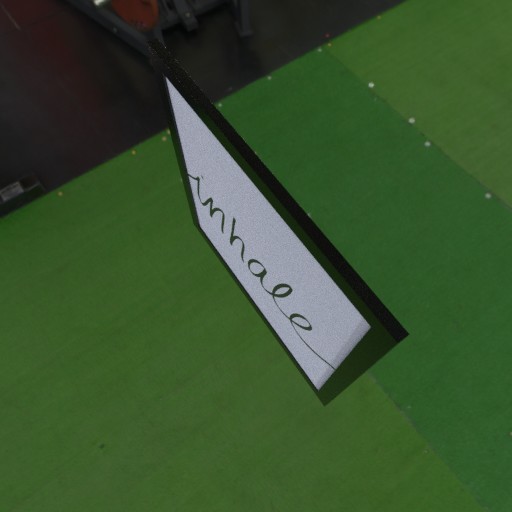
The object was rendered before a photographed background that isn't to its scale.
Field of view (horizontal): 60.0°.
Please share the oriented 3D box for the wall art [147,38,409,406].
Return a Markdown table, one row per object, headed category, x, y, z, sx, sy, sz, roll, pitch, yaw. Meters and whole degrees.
| category | x | y | z | sx | sy | sz | roll | pitch | yaw |
| --- | --- | --- | --- | --- | --- | --- | --- | --- | --- |
| wall art | 0.000 | 0.000 | 0.658 | 0.014 | 0.445 | 0.446 | -32 | 69 | -14 |
